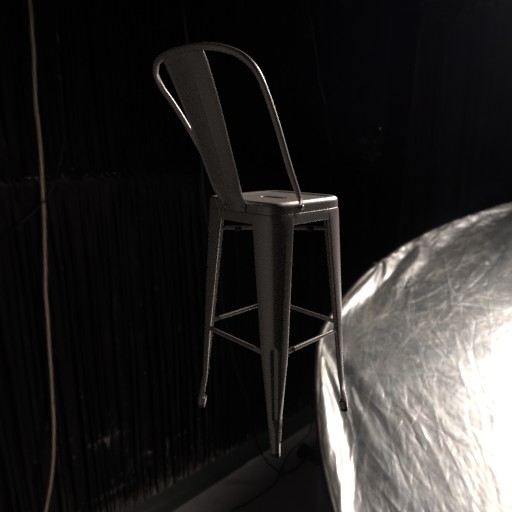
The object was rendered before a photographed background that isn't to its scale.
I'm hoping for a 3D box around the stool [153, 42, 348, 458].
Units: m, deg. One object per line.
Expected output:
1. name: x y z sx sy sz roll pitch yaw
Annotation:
1. stool: 0.000 0.000 1.335 0.513 1.096 0.399 -12 18 -42
